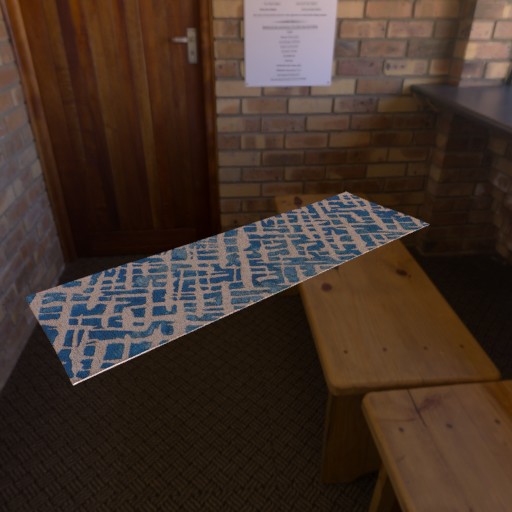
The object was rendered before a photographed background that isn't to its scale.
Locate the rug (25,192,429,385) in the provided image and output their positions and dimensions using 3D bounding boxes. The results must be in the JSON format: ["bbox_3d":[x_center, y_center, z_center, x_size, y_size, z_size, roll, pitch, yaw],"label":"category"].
[{"bbox_3d":[0.000,0.000,2.693,2.446,0.011,0.768,-21,36,-32],"label":"rug"}]
